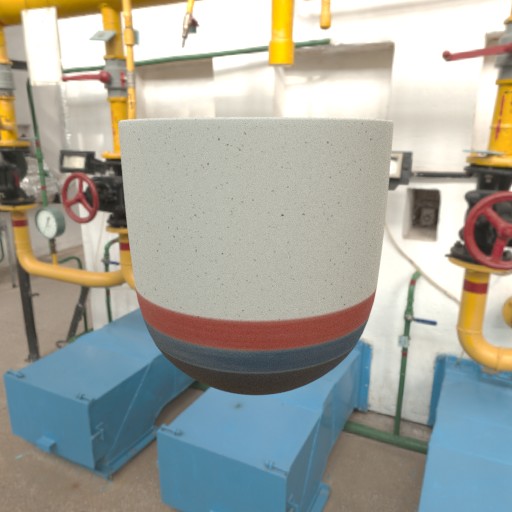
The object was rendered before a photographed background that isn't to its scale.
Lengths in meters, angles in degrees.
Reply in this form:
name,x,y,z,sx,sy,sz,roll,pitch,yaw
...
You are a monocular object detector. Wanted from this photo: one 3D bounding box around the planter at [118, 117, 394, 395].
name,x,y,z,sx,sy,sz,roll,pitch,yaw
planter,0.000,0.000,0.370,0.204,0.214,0.204,0,15,0
